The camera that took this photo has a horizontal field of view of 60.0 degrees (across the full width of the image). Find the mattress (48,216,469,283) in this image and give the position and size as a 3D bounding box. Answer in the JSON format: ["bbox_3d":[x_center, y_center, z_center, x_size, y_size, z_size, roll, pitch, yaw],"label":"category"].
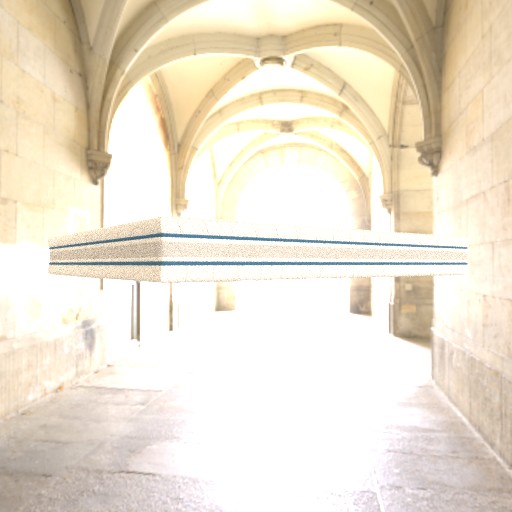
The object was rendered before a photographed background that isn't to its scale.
[{"bbox_3d":[0.000,0.000,2.684,2.000,0.230,1.600,1,-1,-37],"label":"mattress"}]
